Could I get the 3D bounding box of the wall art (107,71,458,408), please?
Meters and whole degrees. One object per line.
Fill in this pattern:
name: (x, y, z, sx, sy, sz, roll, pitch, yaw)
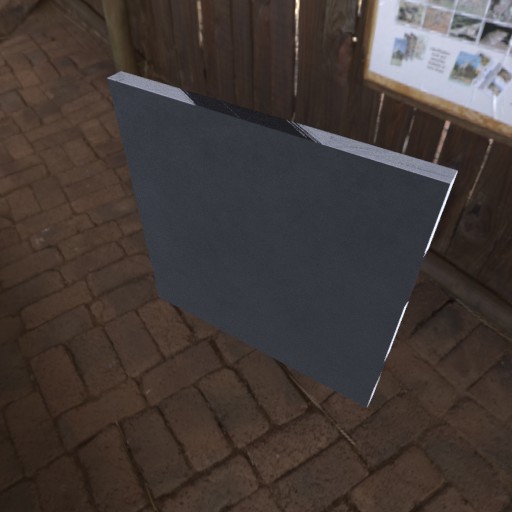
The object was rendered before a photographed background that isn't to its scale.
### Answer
wall art: (0.000, 0.000, 1.137, 0.765, 0.765, 0.046, 24, 49, 22)
